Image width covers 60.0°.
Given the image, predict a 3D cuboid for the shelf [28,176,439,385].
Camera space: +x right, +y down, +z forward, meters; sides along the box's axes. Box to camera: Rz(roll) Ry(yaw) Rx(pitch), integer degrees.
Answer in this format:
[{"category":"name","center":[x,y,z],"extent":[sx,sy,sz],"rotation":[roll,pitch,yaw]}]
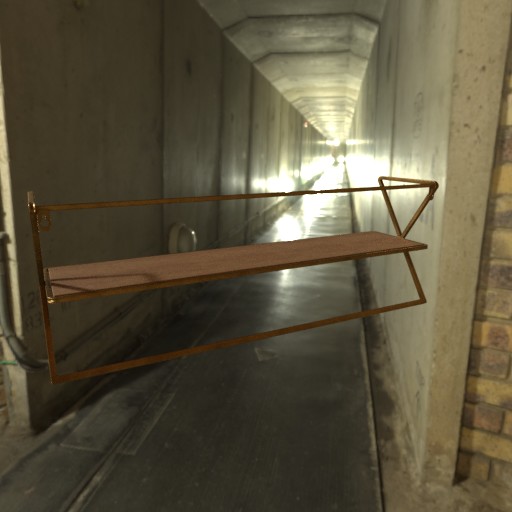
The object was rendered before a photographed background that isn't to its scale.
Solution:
[{"category":"shelf","center":[0.000,0.000,0.729],"extent":[0.645,0.229,0.150],"rotation":[-7,16,-26]}]
